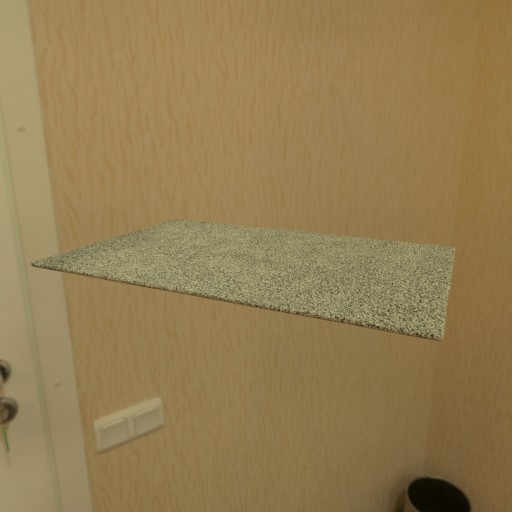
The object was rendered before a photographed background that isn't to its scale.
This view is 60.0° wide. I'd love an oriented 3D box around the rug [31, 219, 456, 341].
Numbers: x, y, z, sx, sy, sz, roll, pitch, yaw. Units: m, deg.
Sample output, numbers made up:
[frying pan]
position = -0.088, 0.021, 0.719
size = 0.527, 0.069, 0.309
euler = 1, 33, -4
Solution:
[rug]
position = 0.000, 0.000, 3.376
size = 2.743, 0.030, 1.778
euler = 7, 18, 24
